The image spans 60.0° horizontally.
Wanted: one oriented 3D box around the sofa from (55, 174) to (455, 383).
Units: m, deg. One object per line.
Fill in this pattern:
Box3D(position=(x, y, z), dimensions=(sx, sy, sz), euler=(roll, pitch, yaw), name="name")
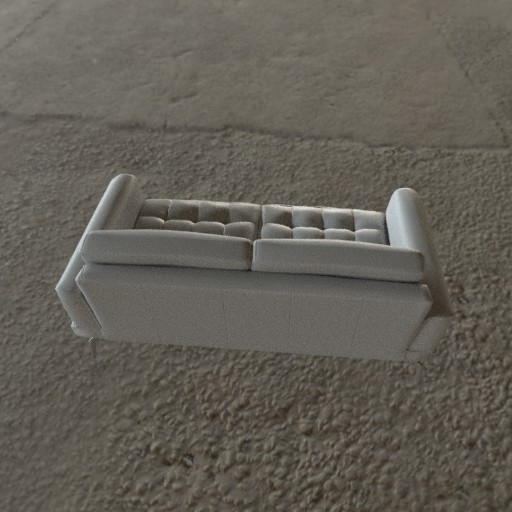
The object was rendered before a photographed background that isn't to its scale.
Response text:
Box3D(position=(0.000, 0.000, 2.802), dimensions=(2.177, 0.930, 1.121), euler=(3, 46, 3), name="sofa")
